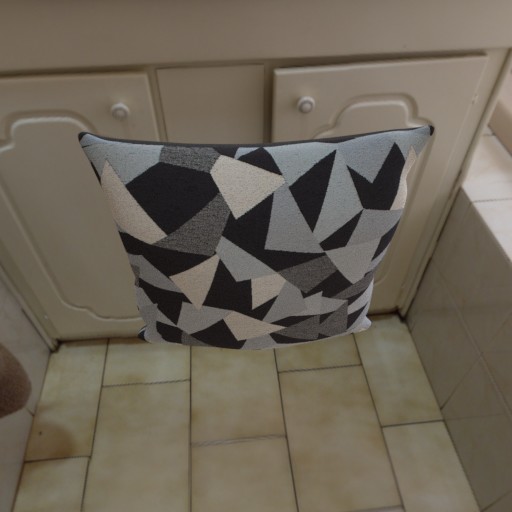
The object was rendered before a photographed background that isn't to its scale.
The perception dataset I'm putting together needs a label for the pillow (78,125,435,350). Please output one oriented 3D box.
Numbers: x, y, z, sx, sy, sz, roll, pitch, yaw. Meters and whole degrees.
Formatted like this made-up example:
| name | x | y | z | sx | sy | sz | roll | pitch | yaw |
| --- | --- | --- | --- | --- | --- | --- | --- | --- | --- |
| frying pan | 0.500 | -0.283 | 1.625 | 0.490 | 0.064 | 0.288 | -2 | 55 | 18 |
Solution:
| name | x | y | z | sx | sy | sz | roll | pitch | yaw |
| --- | --- | --- | --- | --- | --- | --- | --- | --- | --- |
| pillow | 0.000 | 0.000 | 0.775 | 0.503 | 0.496 | 0.208 | -3 | 47 | -2 |
